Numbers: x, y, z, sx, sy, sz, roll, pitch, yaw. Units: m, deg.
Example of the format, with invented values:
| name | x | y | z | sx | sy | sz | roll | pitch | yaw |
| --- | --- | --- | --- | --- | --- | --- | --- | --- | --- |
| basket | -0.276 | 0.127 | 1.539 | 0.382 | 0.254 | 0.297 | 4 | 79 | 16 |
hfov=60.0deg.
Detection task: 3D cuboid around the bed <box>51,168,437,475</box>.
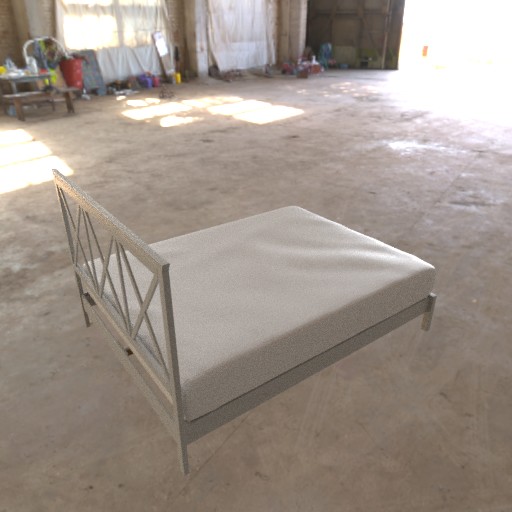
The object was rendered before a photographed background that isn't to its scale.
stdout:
| name | x | y | z | sx | sy | sz | roll | pitch | yaw |
| --- | --- | --- | --- | --- | --- | --- | --- | --- | --- |
| bed | 0.000 | 0.000 | 3.177 | 2.135 | 1.253 | 1.673 | -19 | 32 | -32 |
